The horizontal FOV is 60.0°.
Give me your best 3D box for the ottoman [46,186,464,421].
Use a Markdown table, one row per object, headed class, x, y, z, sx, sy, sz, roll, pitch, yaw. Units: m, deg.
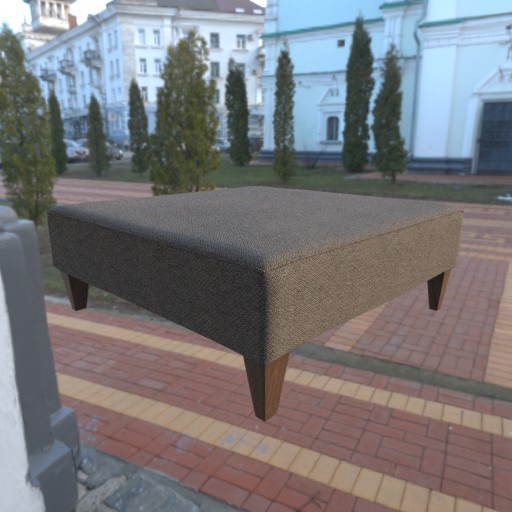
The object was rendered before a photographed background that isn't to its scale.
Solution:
| class | x | y | z | sx | sy | sz | roll | pitch | yaw |
| --- | --- | --- | --- | --- | --- | --- | --- | --- | --- |
| ottoman | 0.000 | 0.000 | 1.473 | 0.981 | 0.378 | 0.970 | 14 | 20 | 42 |
